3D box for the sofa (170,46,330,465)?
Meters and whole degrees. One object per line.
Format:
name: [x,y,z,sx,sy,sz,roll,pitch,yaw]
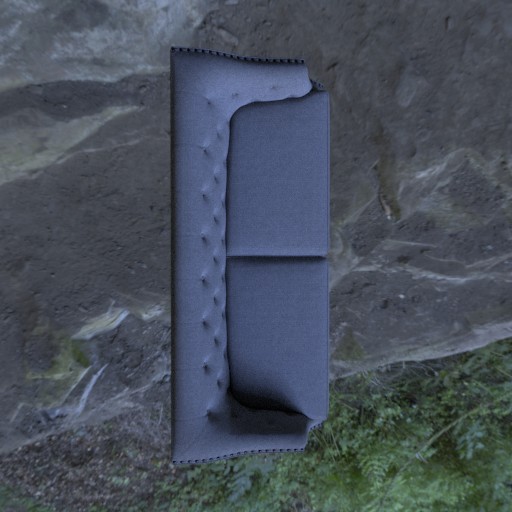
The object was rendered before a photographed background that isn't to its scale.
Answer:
sofa: [0.000,0.000,2.753,0.914,0.901,2.235,0,91,0]
